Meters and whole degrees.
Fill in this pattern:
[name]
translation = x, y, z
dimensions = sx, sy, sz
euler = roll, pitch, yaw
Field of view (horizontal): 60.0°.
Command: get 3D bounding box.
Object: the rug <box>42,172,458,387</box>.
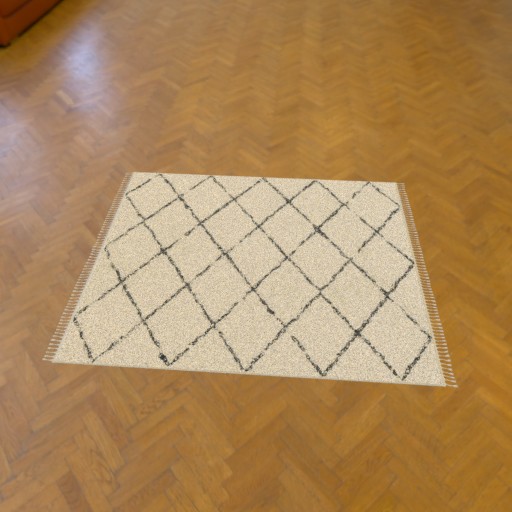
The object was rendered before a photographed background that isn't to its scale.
[rug]
translation = 0.000, 0.000, 4.047
dimensions = 3.051, 0.013, 2.380
euler = 3, 47, 3
